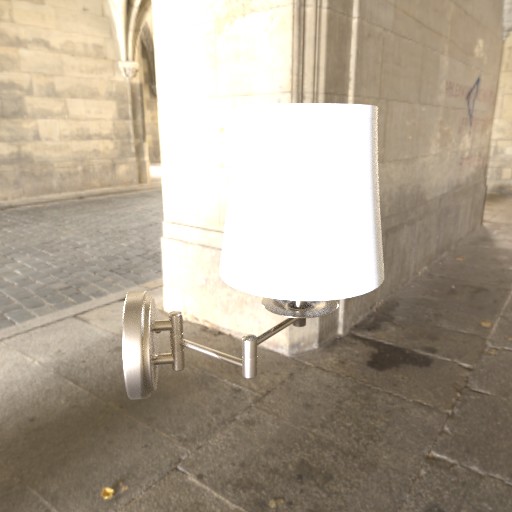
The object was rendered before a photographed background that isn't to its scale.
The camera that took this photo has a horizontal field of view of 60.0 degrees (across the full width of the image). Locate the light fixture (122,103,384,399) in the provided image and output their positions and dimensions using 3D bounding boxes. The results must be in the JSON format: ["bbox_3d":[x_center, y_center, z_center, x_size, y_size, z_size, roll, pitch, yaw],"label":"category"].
[{"bbox_3d":[0.000,0.000,0.598,0.348,0.381,0.223,-2,16,-8],"label":"light fixture"}]
